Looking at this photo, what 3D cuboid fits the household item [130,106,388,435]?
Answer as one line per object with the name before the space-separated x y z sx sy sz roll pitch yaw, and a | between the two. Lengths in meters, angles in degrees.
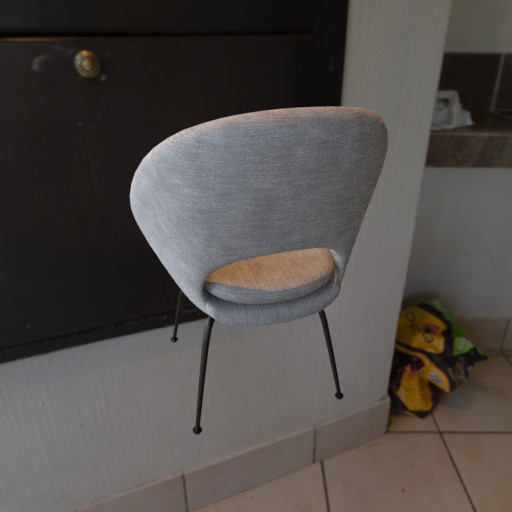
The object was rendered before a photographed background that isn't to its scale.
household item | 0.000 0.000 1.257 0.643 0.869 0.587 -8 27 -16
